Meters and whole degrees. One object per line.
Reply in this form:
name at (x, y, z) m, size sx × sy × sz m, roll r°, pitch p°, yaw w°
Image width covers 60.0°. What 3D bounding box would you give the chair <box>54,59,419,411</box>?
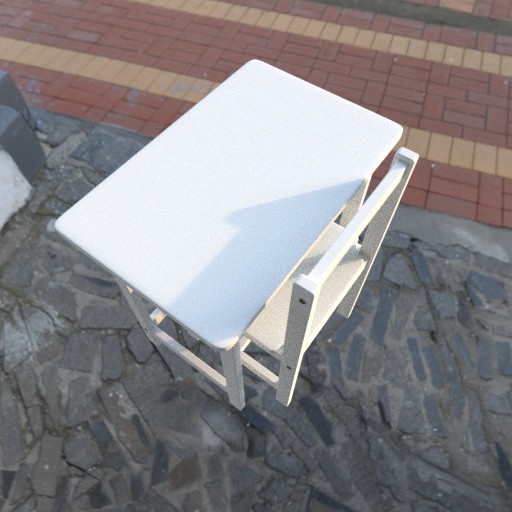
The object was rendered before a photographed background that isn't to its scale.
chair at (0.000, 0.000, 1.062) m, size 0.461 × 0.673 × 0.599 m, roll 32°, pitch 64°, yaw 18°
